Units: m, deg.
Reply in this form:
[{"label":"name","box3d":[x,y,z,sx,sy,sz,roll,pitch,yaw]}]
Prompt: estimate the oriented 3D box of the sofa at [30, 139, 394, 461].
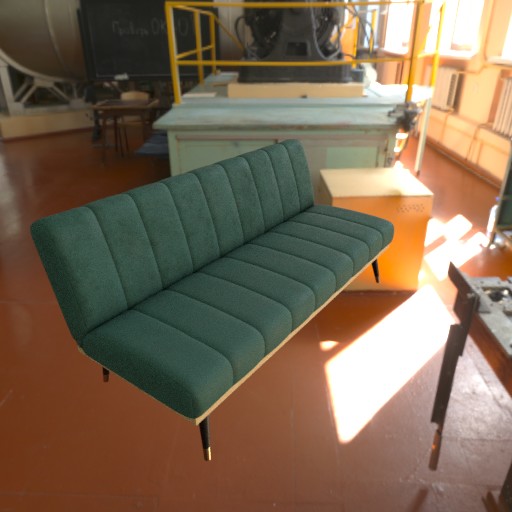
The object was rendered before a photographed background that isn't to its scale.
[{"label":"sofa","box3d":[0.000,0.000,2.277,0.830,0.820,1.810,18,32,32]}]
